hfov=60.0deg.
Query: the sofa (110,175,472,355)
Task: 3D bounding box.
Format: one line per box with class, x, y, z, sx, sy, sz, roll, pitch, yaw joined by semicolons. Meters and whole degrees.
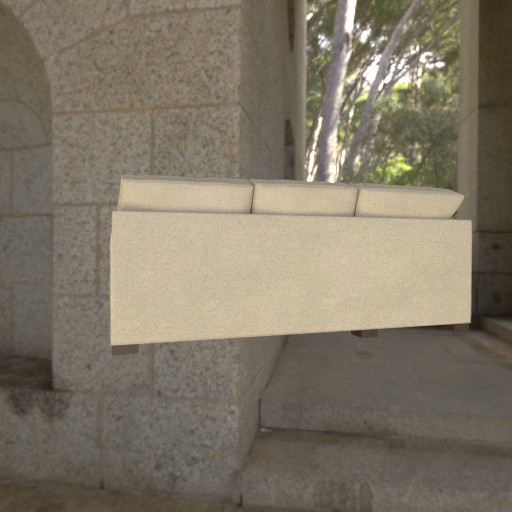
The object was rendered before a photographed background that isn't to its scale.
sofa;0.000;0.000;3.499;2.211;0.936;2.188;0;1;-19
